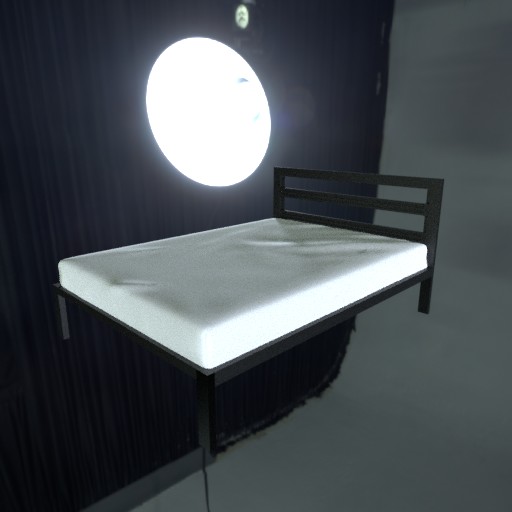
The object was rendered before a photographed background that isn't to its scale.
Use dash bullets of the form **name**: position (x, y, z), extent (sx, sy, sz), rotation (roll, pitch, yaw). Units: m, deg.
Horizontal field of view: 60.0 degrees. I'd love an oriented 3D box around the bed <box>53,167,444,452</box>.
- **bed**: position (0.000, 0.000, 2.913), extent (1.524, 0.967, 2.062), rotation (15, 22, 43)
